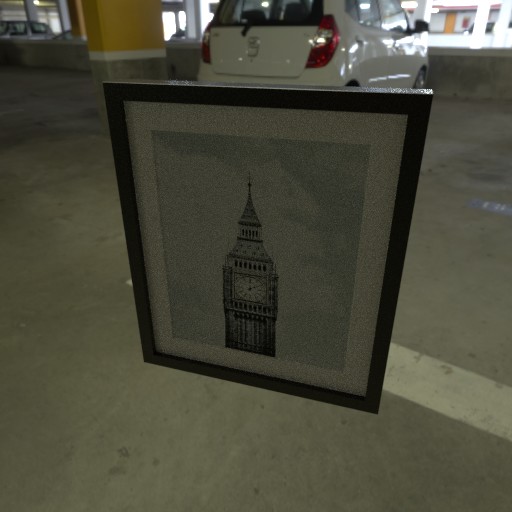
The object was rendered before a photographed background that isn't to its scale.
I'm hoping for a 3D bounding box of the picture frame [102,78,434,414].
[{"bbox_3d":[0.000,0.000,0.523,0.328,0.378,0.034,8,28,15],"label":"picture frame"}]
